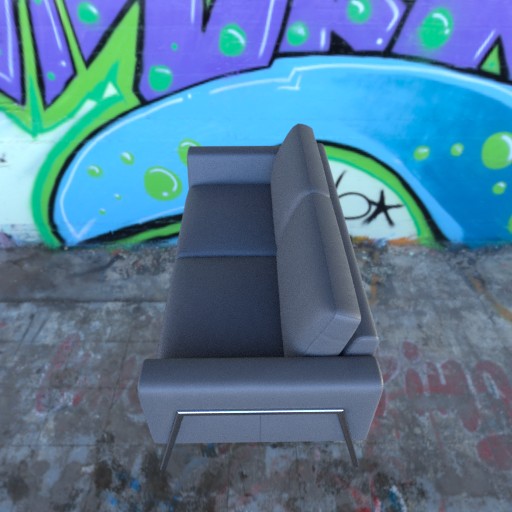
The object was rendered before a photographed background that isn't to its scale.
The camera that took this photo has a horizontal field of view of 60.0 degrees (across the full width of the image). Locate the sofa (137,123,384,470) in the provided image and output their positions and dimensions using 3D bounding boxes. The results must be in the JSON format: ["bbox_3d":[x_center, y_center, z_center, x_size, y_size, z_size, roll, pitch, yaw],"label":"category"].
[{"bbox_3d":[0.000,0.000,2.540,0.953,0.875,2.017,-1,41,-1],"label":"sofa"}]
